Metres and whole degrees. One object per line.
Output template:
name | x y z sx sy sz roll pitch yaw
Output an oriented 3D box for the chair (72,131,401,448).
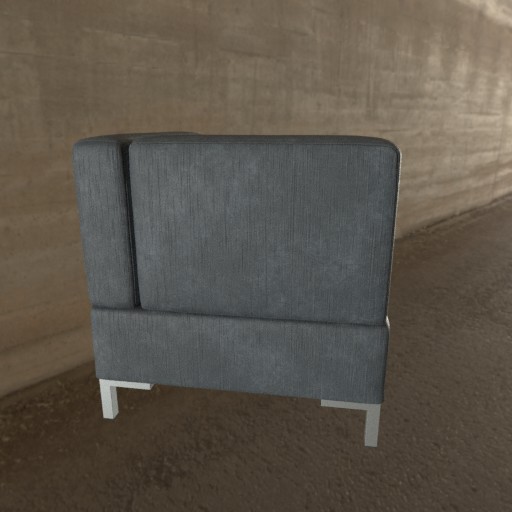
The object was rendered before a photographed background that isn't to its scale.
chair | 0.000 0.000 1.230 0.680 0.660 0.680 3 17 9
